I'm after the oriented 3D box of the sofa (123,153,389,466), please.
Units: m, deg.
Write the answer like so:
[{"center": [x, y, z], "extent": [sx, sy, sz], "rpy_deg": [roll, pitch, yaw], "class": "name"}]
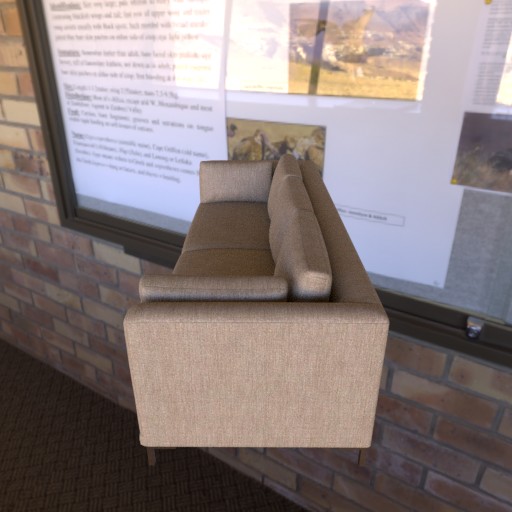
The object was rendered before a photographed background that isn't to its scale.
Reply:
[{"center": [0.000, 0.000, 2.795], "extent": [0.969, 0.867, 2.415], "rpy_deg": [0, 25, 0], "class": "sofa"}]
